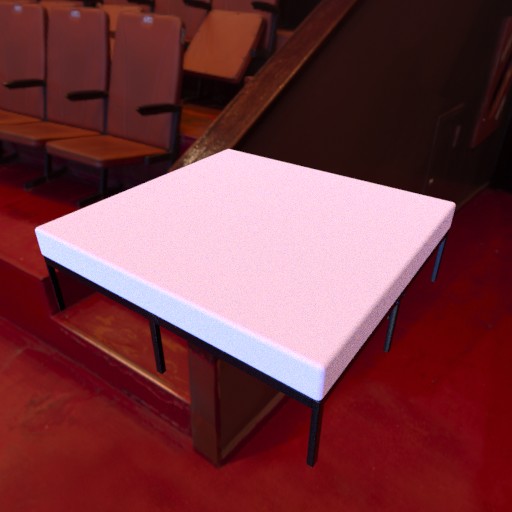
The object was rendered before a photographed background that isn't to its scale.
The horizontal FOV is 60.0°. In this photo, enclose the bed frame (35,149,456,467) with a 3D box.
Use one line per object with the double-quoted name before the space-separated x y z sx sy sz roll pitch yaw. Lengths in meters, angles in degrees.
"bed frame" 0.000 0.000 3.122 2.079 0.659 1.963 21 37 30
